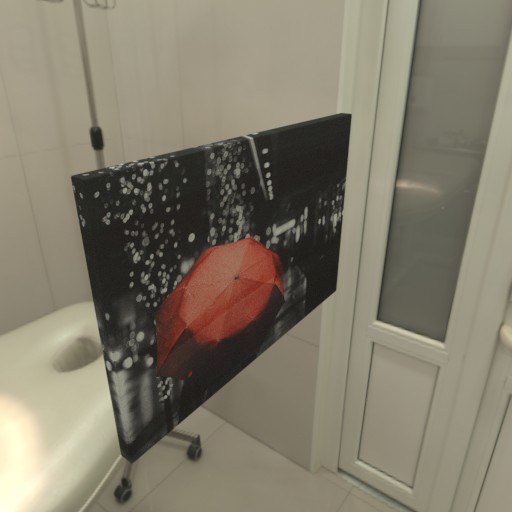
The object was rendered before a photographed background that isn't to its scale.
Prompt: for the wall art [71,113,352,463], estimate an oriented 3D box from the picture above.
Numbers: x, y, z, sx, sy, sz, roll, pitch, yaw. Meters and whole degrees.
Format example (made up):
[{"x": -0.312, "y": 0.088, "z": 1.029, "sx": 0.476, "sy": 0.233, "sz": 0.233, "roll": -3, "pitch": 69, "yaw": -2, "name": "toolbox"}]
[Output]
[{"x": 0.000, "y": 0.000, "z": 1.138, "sx": 0.038, "sy": 0.609, "sz": 0.914, "roll": 18, "pitch": 30, "yaw": 33, "name": "wall art"}]
